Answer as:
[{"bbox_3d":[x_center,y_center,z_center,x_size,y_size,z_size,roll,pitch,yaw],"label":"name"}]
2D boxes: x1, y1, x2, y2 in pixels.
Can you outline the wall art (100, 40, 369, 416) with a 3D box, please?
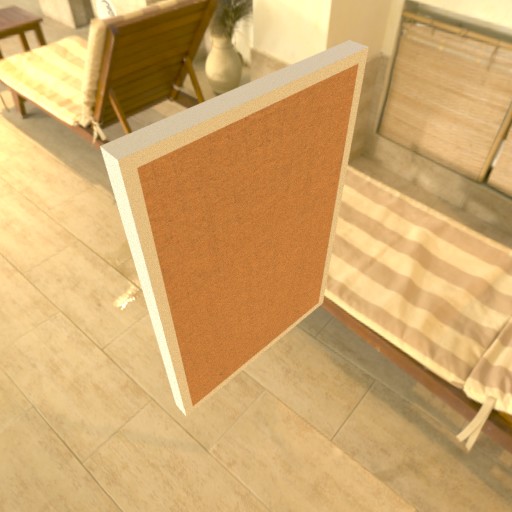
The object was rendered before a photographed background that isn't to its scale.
[{"bbox_3d":[0.000,0.000,0.545,0.293,0.428,0.025,-34,55,-28],"label":"wall art"}]
